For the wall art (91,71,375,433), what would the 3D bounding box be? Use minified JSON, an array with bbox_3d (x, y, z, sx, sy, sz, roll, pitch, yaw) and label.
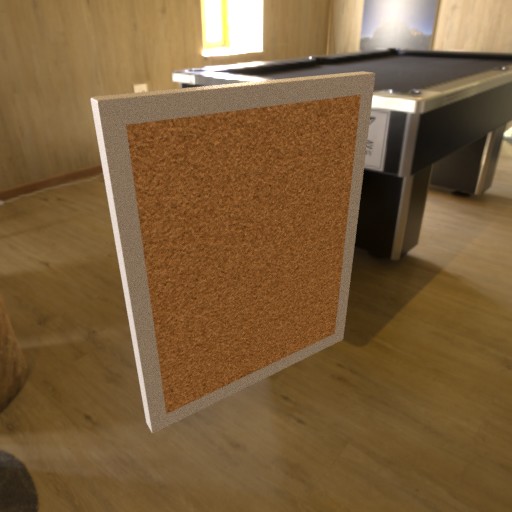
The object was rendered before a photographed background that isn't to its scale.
[{"bbox_3d":[0.000,0.000,0.758,0.454,0.556,0.028,-18,34,-29],"label":"wall art"}]
